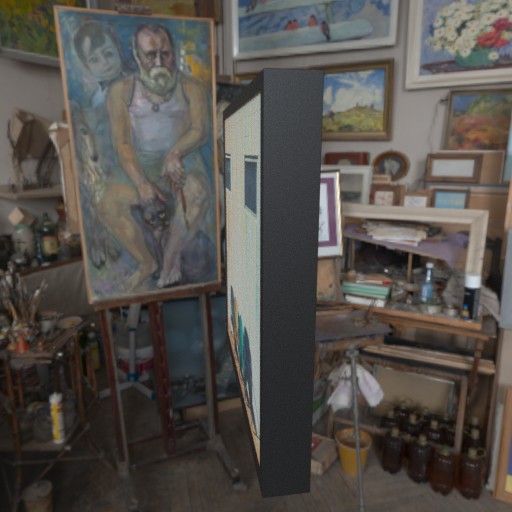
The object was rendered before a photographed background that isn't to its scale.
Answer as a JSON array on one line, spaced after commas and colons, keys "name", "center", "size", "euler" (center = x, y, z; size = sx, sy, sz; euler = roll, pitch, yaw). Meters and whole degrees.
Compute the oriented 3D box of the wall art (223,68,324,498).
[{"name": "wall art", "center": [0.000, 0.000, 0.448], "size": [0.038, 0.304, 0.304], "euler": [-2, 14, -9]}]
